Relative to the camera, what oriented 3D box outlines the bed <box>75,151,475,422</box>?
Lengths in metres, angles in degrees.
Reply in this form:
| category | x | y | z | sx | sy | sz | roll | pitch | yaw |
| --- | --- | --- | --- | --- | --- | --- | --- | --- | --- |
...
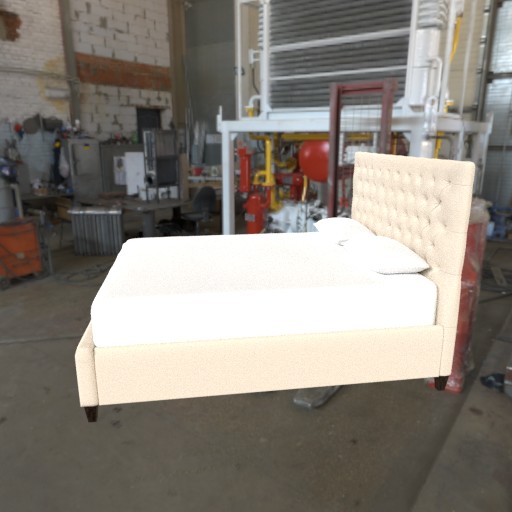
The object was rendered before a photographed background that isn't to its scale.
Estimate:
| category | x | y | z | sx | sy | sz | roll | pitch | yaw |
| --- | --- | --- | --- | --- | --- | --- | --- | --- | --- |
| bed | 0.000 | 0.000 | 3.252 | 2.233 | 1.426 | 1.696 | -2 | 15 | -8 |
